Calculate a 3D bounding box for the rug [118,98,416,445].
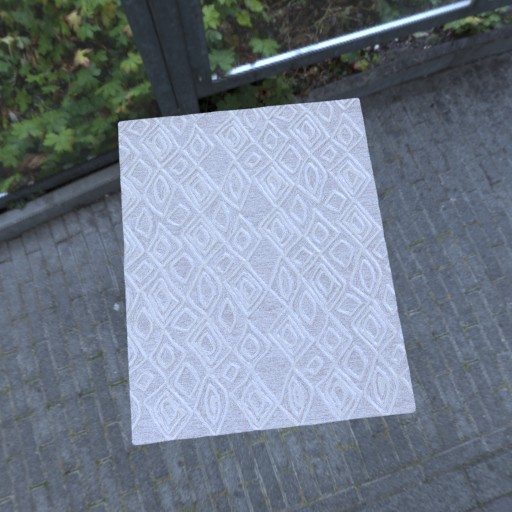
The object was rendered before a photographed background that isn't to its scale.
[{"bbox_3d":[0.000,0.000,4.119,2.449,0.025,3.049,-6,77,-1],"label":"rug"}]
